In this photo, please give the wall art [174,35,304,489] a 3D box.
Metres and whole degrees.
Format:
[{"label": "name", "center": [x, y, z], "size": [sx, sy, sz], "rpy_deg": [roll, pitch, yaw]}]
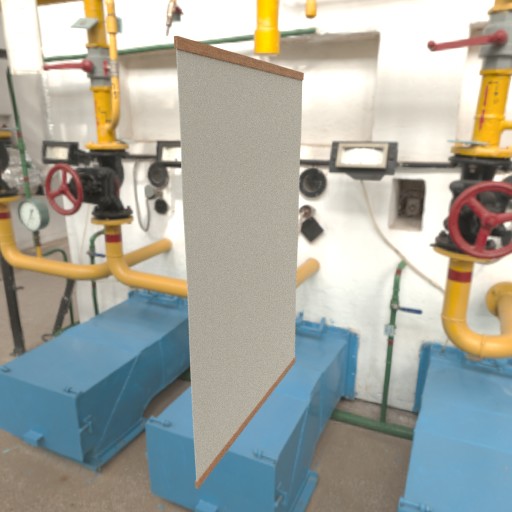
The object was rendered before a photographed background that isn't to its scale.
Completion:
[{"label": "wall art", "center": [0.000, 0.000, 1.864], "size": [0.019, 1.527, 1.019], "rpy_deg": [8, 18, 24]}]
